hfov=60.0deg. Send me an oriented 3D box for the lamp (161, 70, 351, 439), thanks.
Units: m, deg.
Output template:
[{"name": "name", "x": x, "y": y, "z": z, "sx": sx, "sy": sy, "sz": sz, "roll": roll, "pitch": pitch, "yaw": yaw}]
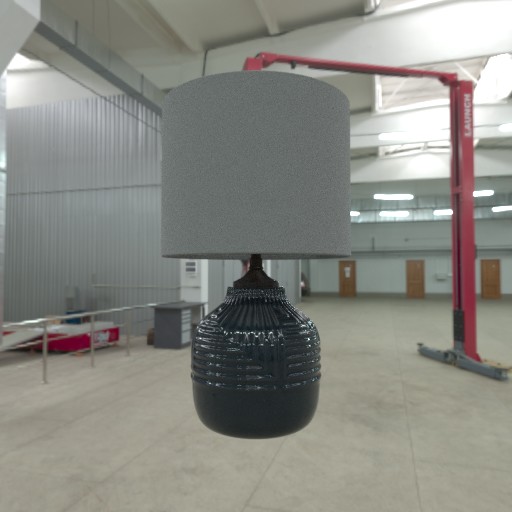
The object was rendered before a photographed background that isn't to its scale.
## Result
[{"name": "lamp", "x": 0.000, "y": 0.000, "z": 0.757, "sx": 0.318, "sy": 0.567, "sz": 0.318, "roll": 0, "pitch": -2, "yaw": 0}]
